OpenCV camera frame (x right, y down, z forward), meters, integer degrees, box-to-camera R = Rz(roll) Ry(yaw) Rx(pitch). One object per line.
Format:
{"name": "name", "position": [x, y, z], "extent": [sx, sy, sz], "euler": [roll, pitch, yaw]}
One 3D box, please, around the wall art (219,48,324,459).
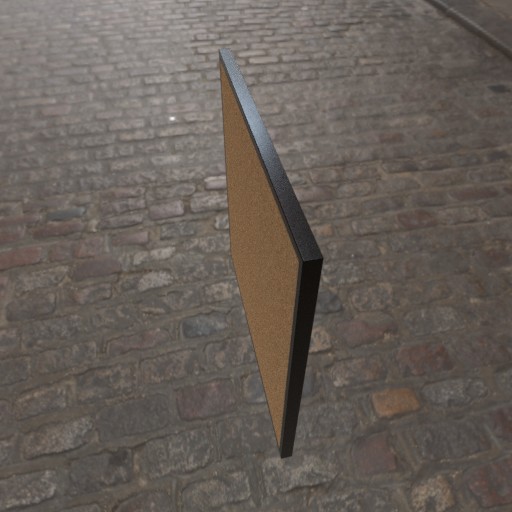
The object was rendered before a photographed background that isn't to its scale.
{"name": "wall art", "position": [0.000, 0.000, 0.529], "extent": [0.014, 0.349, 0.349], "euler": [-9, 47, -8]}
